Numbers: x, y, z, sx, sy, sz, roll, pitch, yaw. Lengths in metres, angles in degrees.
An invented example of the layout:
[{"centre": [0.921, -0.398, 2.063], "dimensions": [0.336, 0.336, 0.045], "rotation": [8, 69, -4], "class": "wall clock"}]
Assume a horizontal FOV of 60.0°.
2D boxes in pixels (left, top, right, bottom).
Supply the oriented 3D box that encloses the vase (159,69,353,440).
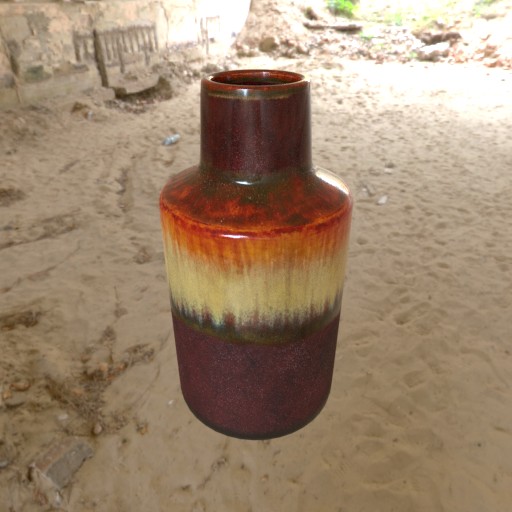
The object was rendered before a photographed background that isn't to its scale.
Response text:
[{"centre": [0.000, 0.000, 0.268], "dimensions": [0.108, 0.204, 0.108], "rotation": [0, 31, 0], "class": "vase"}]
